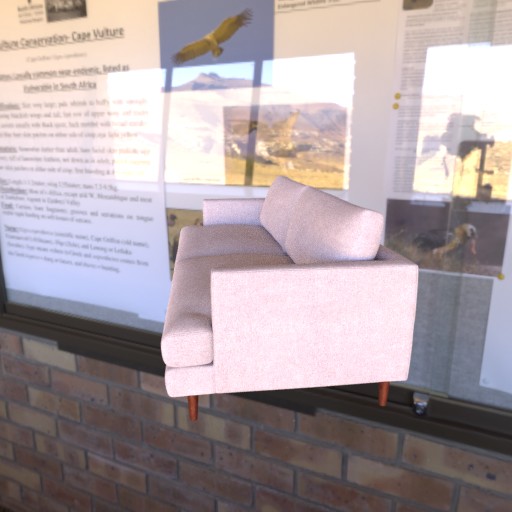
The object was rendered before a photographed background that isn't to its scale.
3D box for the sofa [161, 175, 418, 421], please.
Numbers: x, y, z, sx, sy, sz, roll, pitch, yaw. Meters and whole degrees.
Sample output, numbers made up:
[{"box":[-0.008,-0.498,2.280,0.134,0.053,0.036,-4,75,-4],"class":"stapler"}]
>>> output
[{"box":[0.000,0.000,2.801,1.020,0.868,2.250,-2,14,-7],"class":"sofa"}]
